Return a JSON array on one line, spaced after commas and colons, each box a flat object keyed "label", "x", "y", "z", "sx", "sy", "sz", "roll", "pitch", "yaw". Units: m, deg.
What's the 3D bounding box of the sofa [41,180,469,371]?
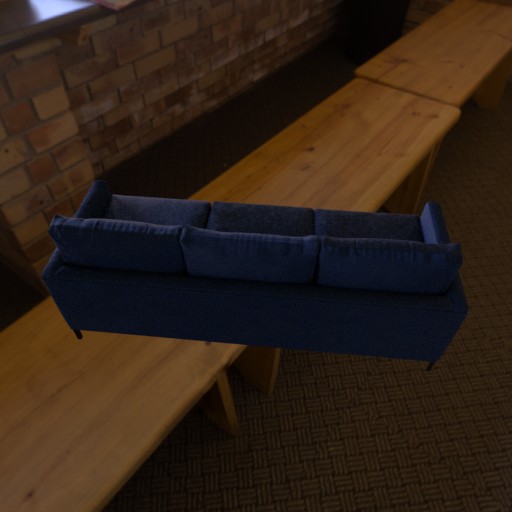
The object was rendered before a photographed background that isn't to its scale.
[{"label": "sofa", "x": 0.000, "y": 0.000, "z": 2.696, "sx": 2.252, "sy": 0.879, "sz": 0.875, "roll": 4, "pitch": 47, "yaw": 4}]
